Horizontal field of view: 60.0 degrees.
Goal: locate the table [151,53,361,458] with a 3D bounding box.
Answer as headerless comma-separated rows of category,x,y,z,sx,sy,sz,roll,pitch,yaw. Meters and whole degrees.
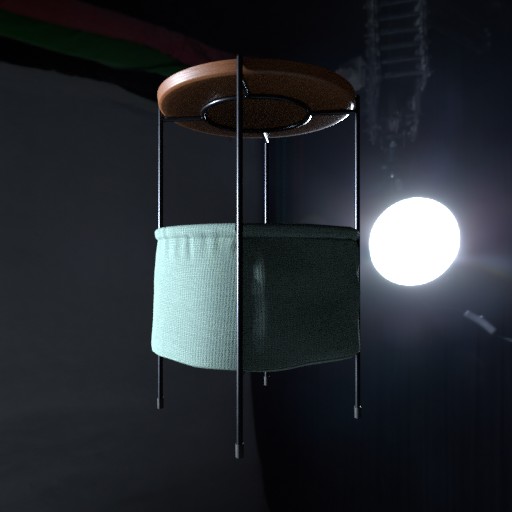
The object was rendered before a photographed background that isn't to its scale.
table,0.000,0.000,0.882,0.400,0.623,0.400,0,-1,-37
